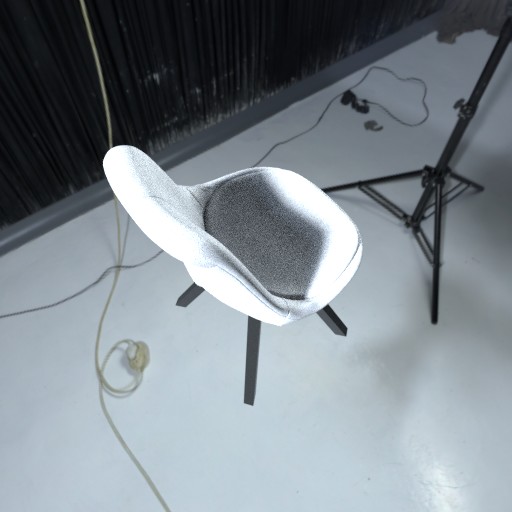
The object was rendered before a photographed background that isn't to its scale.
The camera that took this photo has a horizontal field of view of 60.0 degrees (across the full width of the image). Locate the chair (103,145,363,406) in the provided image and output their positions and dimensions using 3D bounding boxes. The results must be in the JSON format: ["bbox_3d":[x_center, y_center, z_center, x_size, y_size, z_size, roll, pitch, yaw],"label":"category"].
[{"bbox_3d":[0.000,0.000,1.194,0.550,0.850,0.485,-32,63,-19],"label":"chair"}]
